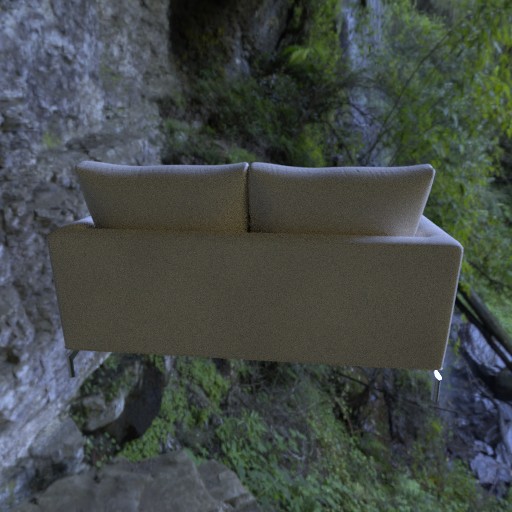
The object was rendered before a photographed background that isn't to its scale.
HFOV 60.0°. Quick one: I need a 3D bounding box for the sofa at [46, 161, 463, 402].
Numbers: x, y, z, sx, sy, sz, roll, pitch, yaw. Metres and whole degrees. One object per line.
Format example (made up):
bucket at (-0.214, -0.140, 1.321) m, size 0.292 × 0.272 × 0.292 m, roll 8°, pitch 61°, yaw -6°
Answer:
sofa at (0.000, 0.000, 2.294) m, size 1.739 × 0.995 × 0.906 m, roll 2°, pitch 16°, yaw 6°
